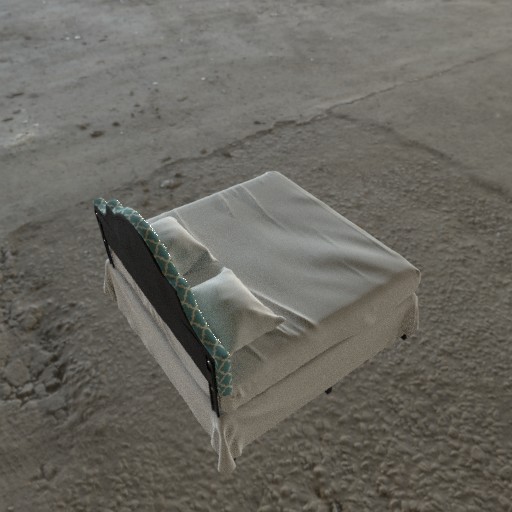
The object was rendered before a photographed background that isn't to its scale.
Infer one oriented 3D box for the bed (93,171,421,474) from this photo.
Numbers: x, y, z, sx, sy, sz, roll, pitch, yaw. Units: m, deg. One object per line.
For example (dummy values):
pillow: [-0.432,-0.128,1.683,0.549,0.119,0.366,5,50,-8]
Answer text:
bed: [0.000,0.000,3.809,2.222,1.601,2.314,-26,48,-26]
